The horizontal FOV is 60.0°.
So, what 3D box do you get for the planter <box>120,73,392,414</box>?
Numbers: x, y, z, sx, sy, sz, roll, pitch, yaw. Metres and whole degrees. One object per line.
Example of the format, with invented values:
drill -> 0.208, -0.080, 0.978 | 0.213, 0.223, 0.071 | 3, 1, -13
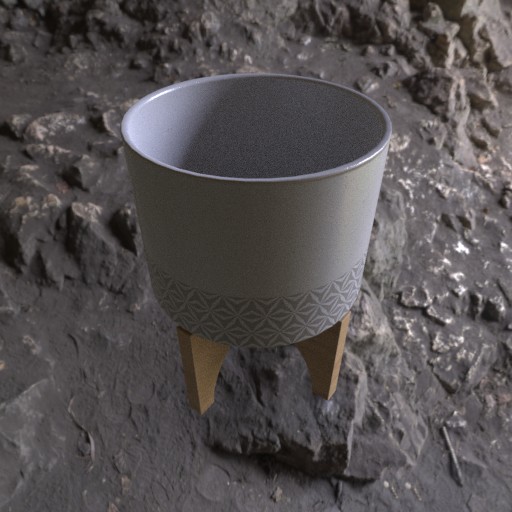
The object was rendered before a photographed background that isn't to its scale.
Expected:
planter -> 0.000, 0.000, 0.397 | 0.188, 0.260, 0.188 | 0, 39, 0
